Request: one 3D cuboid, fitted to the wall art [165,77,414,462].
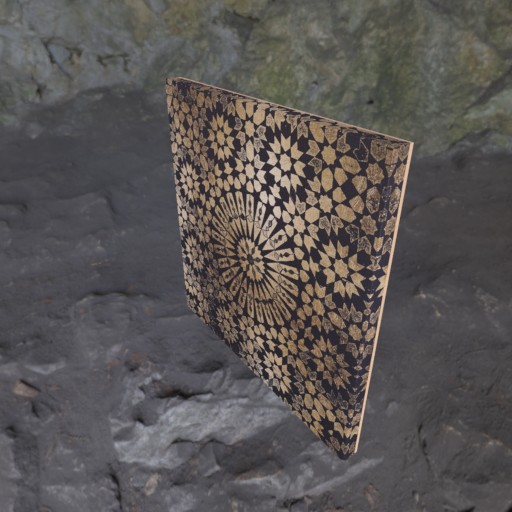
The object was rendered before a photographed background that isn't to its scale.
[{"bbox_3d":[0.000,0.000,0.909,0.038,0.612,0.612,-21,37,-31],"label":"wall art"}]
